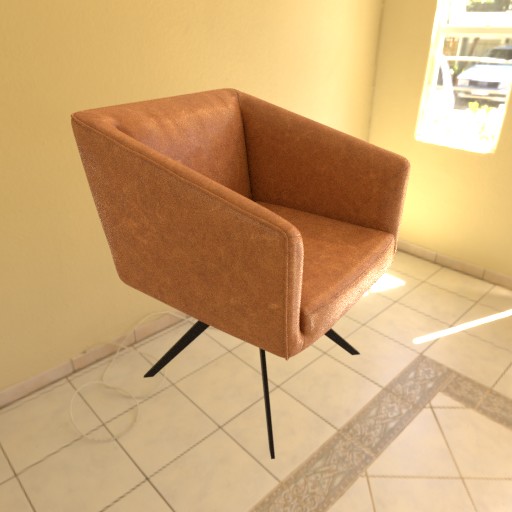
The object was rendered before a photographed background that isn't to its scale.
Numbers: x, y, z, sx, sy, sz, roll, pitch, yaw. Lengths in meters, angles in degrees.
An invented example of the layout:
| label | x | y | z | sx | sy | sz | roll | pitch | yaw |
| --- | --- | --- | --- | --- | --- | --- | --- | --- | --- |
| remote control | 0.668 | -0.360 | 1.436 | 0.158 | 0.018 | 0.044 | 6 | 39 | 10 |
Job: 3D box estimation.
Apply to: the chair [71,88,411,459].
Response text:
| label | x | y | z | sx | sy | sz | roll | pitch | yaw |
| --- | --- | --- | --- | --- | --- | --- | --- | --- | --- |
| chair | 0.000 | 0.000 | 1.196 | 0.625 | 0.760 | 0.588 | 19 | 33 | 32 |
